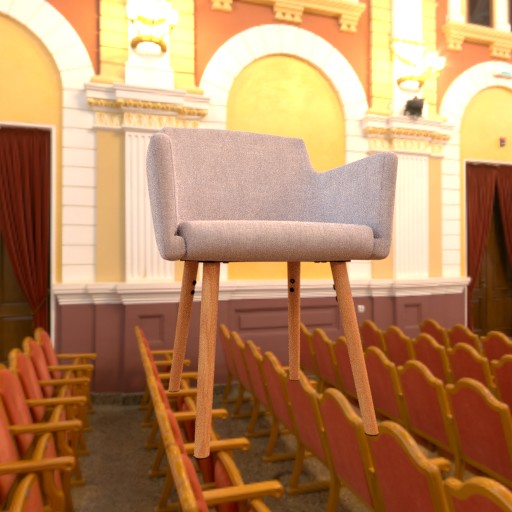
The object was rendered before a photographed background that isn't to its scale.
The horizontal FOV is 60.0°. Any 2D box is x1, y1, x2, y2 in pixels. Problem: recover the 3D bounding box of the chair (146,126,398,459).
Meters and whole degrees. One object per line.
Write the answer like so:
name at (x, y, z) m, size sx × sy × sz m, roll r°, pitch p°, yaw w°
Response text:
chair at (0.000, 0.000, 1.162) m, size 0.570 × 0.780 × 0.540 m, roll 0°, pitch 0°, yaw -17°
